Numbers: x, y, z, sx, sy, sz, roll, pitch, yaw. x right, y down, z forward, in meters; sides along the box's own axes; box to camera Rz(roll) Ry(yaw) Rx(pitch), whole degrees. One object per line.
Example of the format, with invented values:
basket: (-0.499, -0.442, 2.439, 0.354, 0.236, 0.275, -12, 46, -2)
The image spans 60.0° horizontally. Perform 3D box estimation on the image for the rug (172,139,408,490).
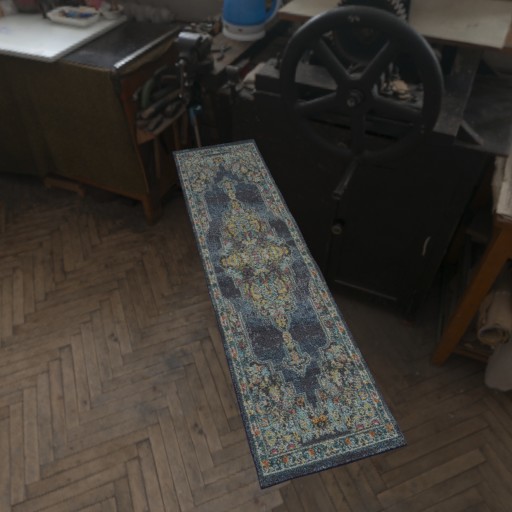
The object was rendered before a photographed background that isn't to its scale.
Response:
rug: (0.000, 0.000, 2.432, 0.602, 0.016, 2.283, -11, 48, -11)
